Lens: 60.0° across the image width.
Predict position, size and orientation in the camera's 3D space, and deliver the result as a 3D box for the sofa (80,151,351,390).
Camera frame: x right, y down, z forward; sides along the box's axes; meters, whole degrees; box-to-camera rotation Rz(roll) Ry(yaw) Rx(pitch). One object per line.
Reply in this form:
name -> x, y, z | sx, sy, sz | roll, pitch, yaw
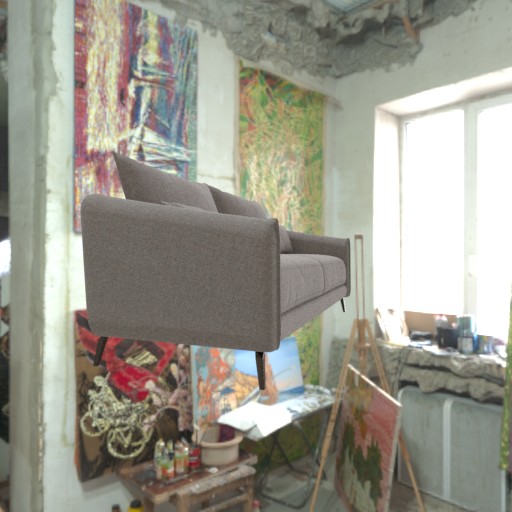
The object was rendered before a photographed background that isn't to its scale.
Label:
sofa -> 0.000, 0.000, 2.443 | 0.809, 0.833, 2.022 | 0, 0, 19
